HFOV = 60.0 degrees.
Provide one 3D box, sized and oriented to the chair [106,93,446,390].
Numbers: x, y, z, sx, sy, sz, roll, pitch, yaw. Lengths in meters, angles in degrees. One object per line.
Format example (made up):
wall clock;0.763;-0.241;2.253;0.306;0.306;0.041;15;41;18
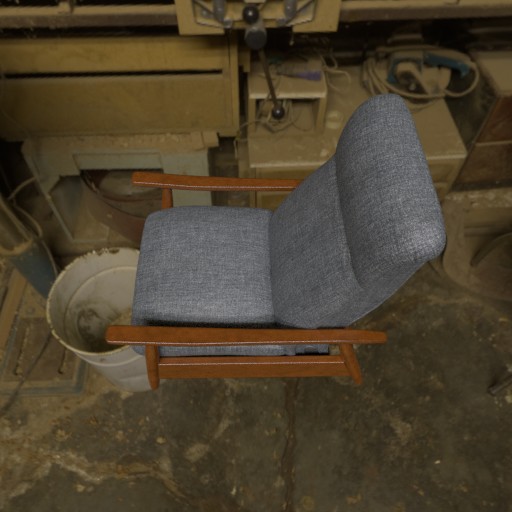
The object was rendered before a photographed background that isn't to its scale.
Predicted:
chair;0.000;0.000;1.757;1.030;1.082;0.762;-1;58;-1
